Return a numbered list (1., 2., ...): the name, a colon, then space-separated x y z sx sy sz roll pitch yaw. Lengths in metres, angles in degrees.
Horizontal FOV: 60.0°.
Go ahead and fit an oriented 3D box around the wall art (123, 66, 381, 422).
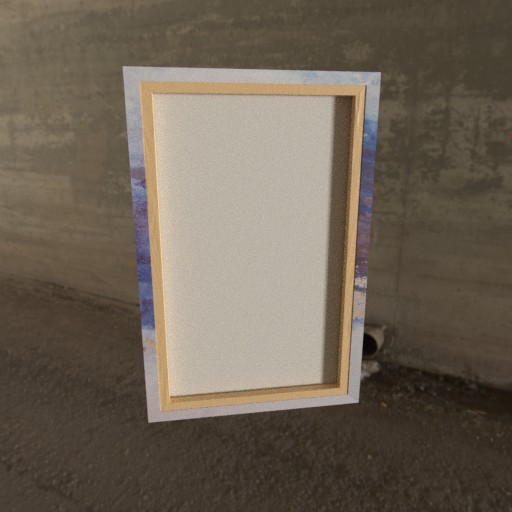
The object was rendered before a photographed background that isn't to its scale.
1. wall art: 0.000 0.000 1.125 0.583 0.874 0.048 -2 15 -9
